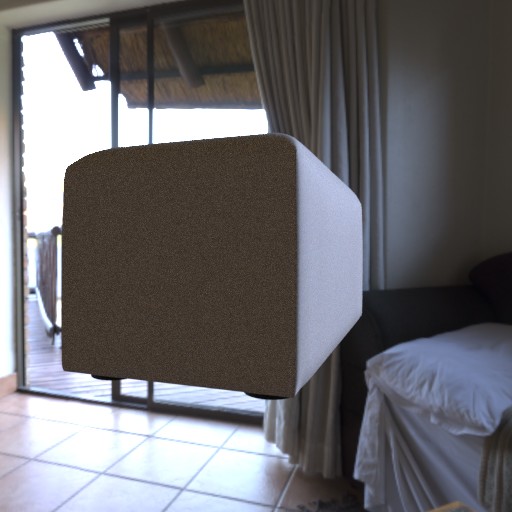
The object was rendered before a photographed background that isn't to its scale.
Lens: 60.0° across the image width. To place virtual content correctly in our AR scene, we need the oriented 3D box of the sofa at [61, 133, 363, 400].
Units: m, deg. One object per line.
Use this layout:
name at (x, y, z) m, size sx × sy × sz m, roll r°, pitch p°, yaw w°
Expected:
sofa at (0.000, 0.000, 1.198) m, size 0.480 × 0.470 × 0.930 m, roll 0°, pitch 1°, yaw 20°
